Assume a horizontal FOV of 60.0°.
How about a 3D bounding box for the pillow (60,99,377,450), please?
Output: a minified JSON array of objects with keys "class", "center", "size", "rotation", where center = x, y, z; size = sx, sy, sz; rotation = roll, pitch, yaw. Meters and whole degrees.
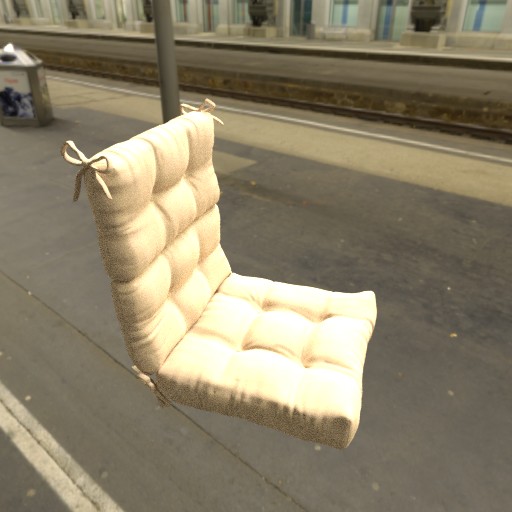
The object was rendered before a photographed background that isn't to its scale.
[{"class":"pillow","center":[0.000,0.000,1.024],"size":[0.571,0.605,0.519],"rotation":[9,31,16]}]
